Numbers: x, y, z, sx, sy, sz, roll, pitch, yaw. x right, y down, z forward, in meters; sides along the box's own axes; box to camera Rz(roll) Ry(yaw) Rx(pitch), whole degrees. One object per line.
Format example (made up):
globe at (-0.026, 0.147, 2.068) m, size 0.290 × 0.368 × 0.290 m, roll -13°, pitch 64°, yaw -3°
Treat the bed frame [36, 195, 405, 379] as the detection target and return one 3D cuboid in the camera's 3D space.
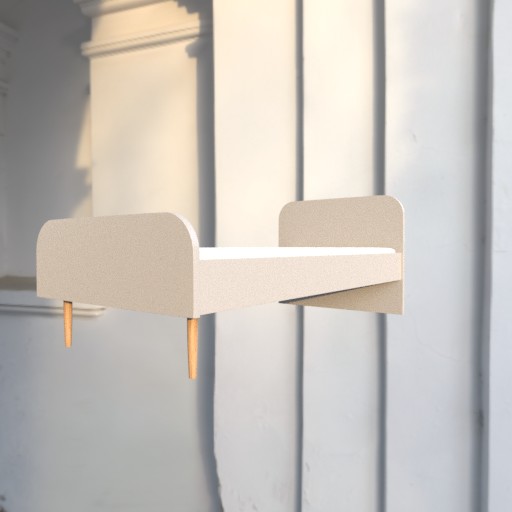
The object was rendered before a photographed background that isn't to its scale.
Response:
bed frame at (0.000, 0.000, 2.479) m, size 0.998 × 0.805 × 1.963 m, roll 1°, pitch 2°, yaw 37°
